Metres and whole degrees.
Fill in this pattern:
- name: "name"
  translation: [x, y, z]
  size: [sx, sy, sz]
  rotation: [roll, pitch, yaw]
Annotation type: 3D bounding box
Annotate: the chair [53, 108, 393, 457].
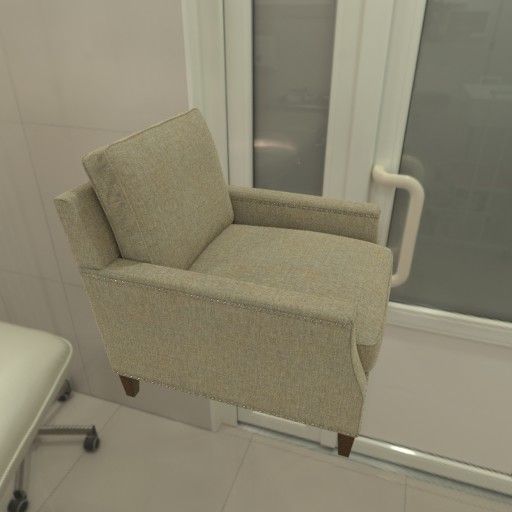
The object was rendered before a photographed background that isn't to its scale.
- name: "chair"
  translation: [0.000, 0.000, 1.693]
  size: [1.014, 0.943, 0.853]
  rotation: [9, 31, 16]
